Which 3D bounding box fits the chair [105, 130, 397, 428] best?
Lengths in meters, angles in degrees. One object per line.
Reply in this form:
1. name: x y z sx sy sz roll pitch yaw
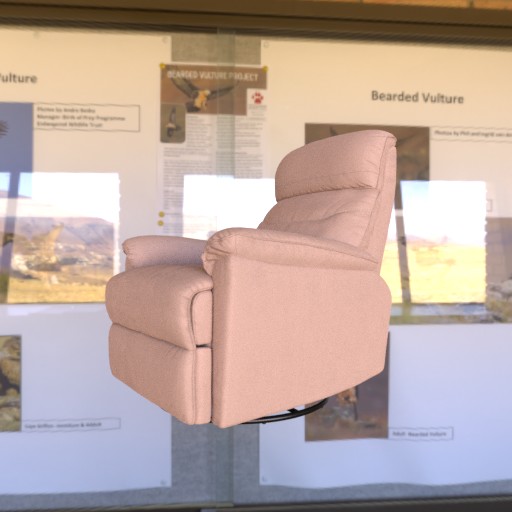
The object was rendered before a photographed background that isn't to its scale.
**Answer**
1. chair: 0.000 0.000 1.710 1.004 1.037 0.820 0 0 -36
